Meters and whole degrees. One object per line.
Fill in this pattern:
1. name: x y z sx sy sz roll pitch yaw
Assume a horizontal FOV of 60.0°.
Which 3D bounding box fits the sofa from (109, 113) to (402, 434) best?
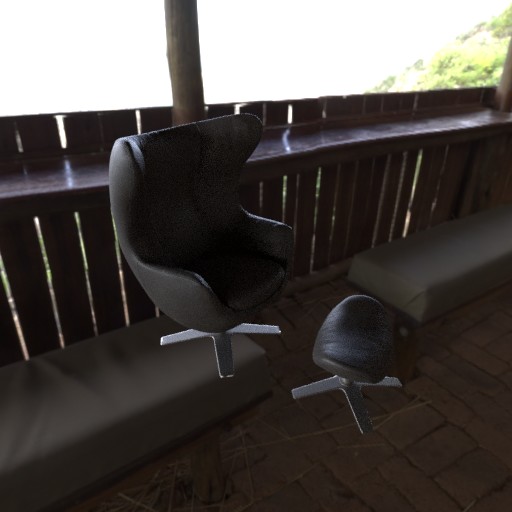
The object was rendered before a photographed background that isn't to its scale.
1. sofa: 0.000 0.000 2.106 1.444 1.135 0.894 18 32 32
